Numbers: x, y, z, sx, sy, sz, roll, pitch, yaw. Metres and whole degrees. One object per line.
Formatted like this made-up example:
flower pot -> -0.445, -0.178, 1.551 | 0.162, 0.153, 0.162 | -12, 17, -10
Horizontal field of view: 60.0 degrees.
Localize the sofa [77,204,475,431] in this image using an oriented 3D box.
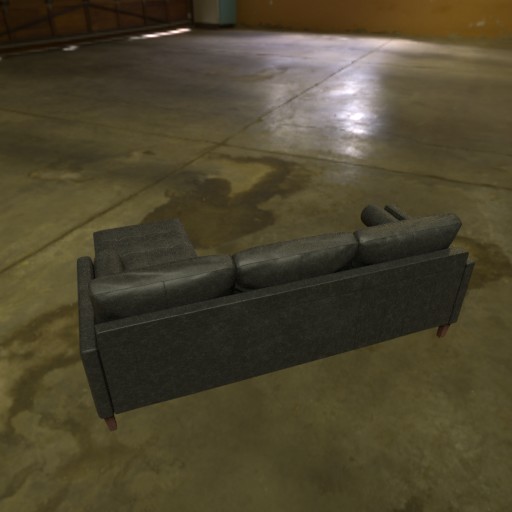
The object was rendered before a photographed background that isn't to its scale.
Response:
sofa -> 0.000, 0.000, 2.918 | 2.178, 0.876, 1.497 | -11, 34, -17
